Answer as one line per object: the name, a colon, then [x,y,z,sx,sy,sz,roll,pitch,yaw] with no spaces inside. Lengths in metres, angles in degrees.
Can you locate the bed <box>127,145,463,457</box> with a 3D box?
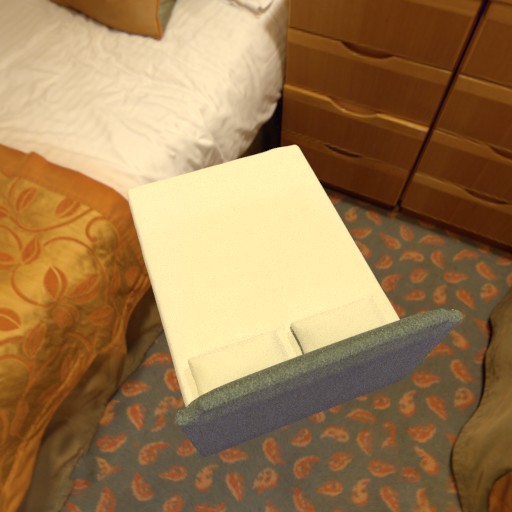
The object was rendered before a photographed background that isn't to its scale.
bed: [0.000,0.000,3.468,1.712,1.443,2.372,-17,60,-11]
